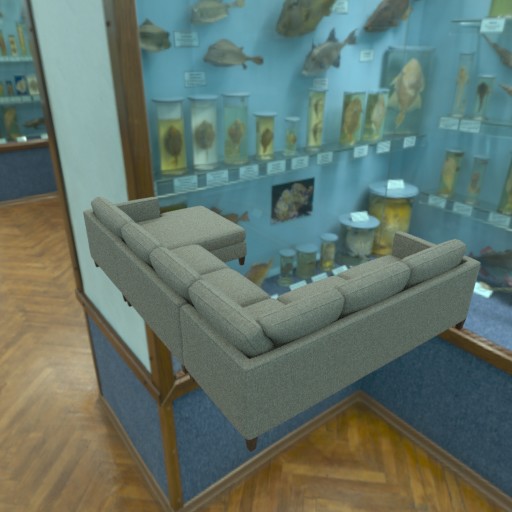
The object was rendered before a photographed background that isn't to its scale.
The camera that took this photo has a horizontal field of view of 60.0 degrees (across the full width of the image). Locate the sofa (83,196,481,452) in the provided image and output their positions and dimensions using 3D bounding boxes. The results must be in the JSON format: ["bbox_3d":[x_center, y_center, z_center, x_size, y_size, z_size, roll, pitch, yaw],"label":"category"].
[{"bbox_3d":[0.000,0.000,4.601,2.551,0.889,3.403,-17,31,-31],"label":"sofa"}]
